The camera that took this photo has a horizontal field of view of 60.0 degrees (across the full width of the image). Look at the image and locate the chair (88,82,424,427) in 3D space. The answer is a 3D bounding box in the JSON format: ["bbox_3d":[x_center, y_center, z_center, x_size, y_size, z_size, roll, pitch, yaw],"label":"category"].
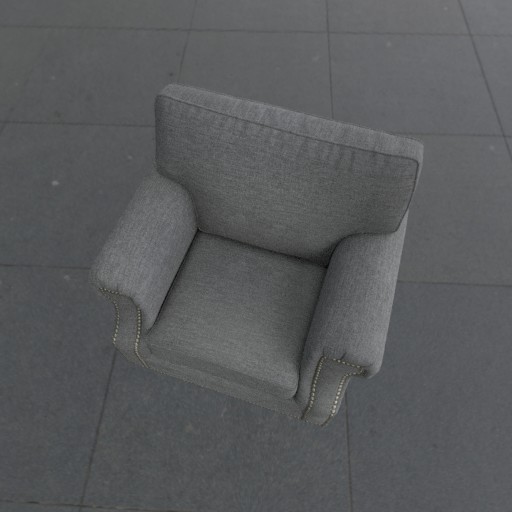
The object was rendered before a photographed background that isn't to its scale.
[{"bbox_3d":[0.000,0.000,1.795,1.092,0.961,0.965,16,60,9],"label":"chair"}]
